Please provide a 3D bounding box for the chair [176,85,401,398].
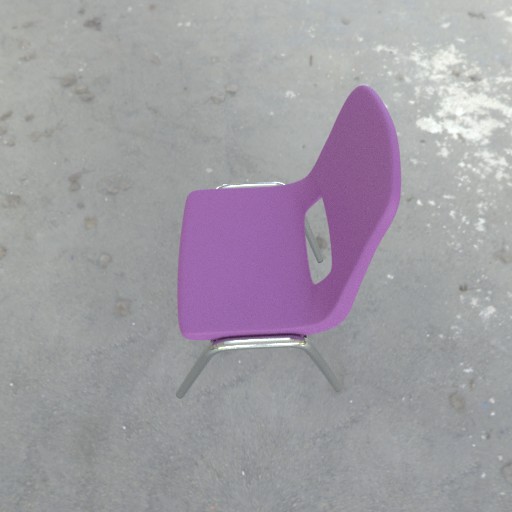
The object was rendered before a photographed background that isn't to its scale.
[{"bbox_3d":[0.000,0.000,0.672,0.301,0.493,0.291,-2,58,-1],"label":"chair"}]
